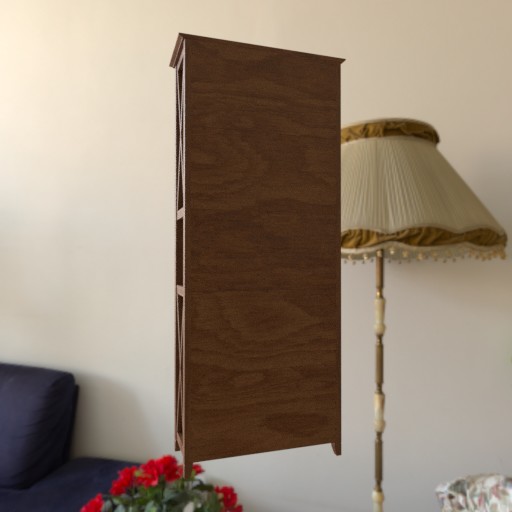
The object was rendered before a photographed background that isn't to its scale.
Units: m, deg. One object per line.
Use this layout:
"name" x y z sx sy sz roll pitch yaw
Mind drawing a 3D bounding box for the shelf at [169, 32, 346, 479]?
"shelf" 0.000 0.000 2.168 0.805 1.905 0.335 0 -1 -18
